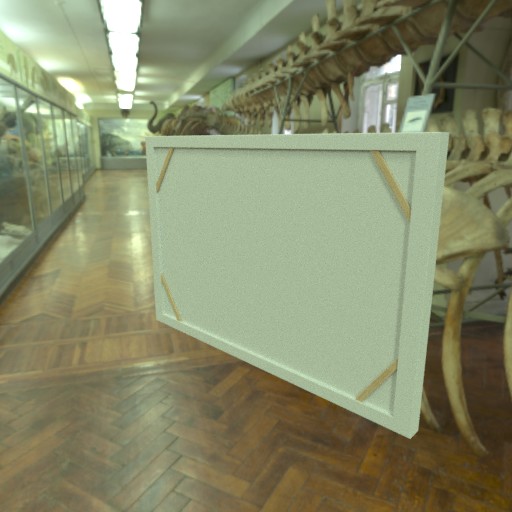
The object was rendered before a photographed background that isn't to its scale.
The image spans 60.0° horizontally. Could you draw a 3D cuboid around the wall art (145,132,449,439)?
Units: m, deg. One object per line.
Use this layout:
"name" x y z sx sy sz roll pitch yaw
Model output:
"wall art" 0.000 0.000 1.156 0.914 0.609 0.038 13 20 42
